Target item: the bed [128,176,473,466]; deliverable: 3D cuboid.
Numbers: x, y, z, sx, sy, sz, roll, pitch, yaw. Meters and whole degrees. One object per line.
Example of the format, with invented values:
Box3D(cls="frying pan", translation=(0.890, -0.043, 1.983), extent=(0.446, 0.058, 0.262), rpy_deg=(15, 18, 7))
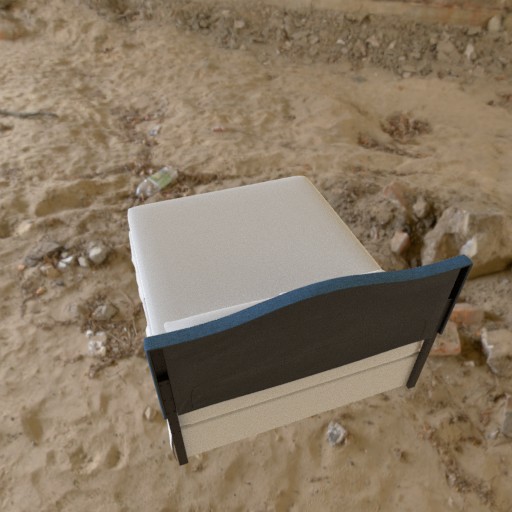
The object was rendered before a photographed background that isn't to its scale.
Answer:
Box3D(cls="bed", translation=(0.000, 0.000, 2.936), extent=(1.610, 1.169, 1.872), rpy_deg=(-13, 43, -14))
